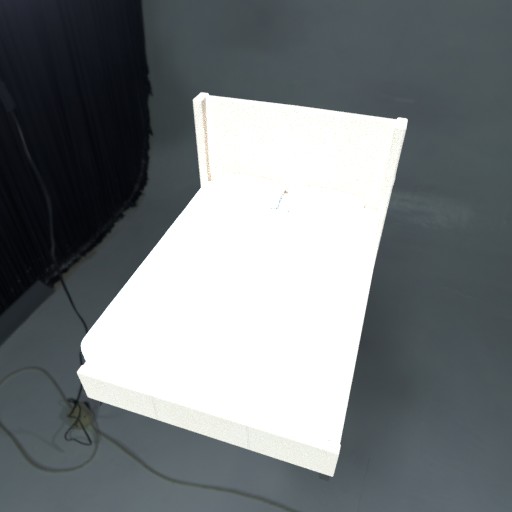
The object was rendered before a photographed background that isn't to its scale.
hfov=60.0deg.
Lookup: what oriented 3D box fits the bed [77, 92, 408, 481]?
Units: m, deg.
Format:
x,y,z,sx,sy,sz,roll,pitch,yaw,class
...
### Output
x,y,z,sx,sy,sz,roll,pitch,yaw,class
0.000,0.000,3.359,1.778,1.471,2.293,12,42,14,bed
